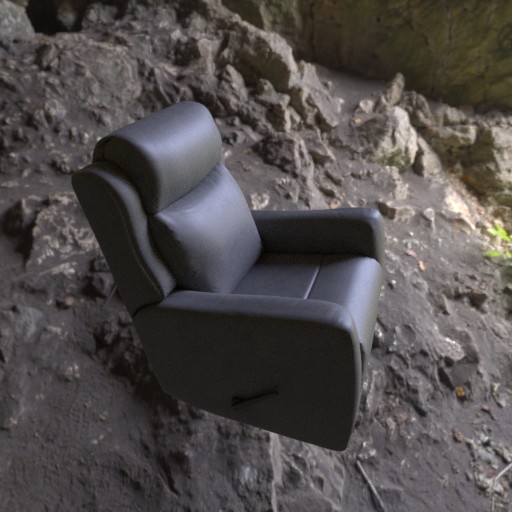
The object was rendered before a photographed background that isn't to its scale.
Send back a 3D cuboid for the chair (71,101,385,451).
[{"bbox_3d":[0.000,0.000,1.899,1.068,1.116,0.967,10,32,17],"label":"chair"}]
